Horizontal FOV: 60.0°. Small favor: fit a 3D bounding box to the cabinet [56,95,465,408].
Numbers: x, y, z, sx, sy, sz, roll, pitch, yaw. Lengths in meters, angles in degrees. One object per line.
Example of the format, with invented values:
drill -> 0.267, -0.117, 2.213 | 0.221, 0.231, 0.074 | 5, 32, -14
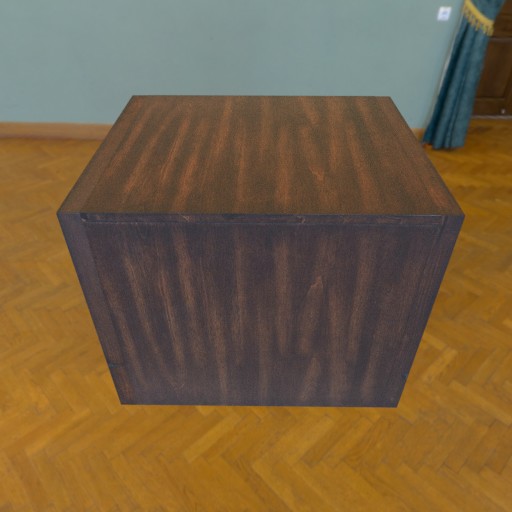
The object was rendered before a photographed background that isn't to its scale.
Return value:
cabinet -> 0.000, 0.000, 0.825 | 0.500, 0.455, 0.402 | 0, 39, 1
